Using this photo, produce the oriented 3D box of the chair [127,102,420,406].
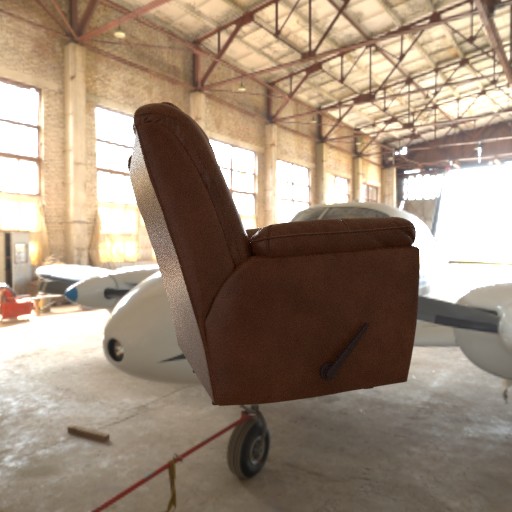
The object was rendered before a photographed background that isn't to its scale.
[{"bbox_3d":[0.000,0.000,1.905,1.041,1.093,0.990,0,1,-17],"label":"chair"}]
